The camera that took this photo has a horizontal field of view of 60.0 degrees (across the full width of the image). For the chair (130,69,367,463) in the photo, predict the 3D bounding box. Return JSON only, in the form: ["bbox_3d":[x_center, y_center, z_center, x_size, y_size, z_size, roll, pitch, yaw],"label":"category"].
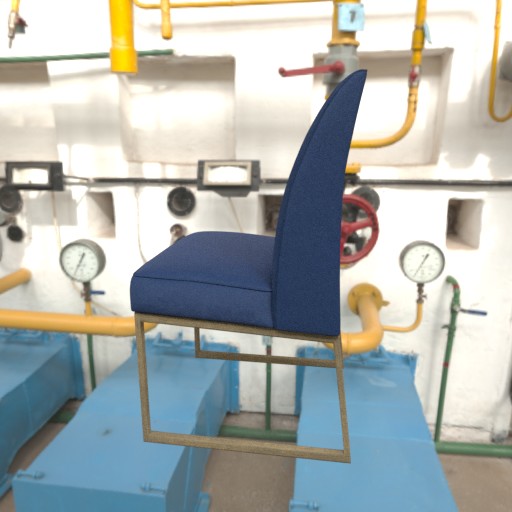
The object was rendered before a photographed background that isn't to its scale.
[{"bbox_3d":[0.000,0.000,1.195,0.522,0.863,0.508,2,14,9],"label":"chair"}]
